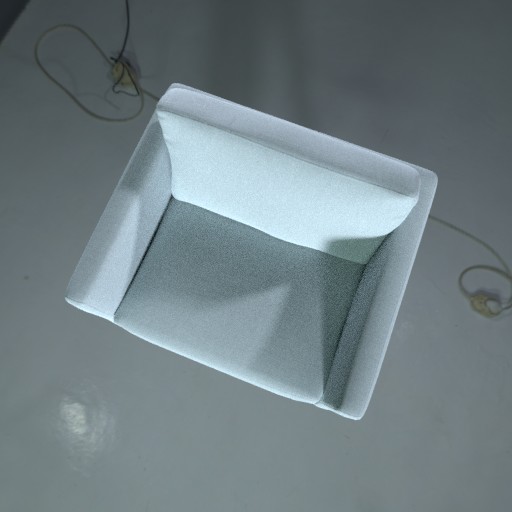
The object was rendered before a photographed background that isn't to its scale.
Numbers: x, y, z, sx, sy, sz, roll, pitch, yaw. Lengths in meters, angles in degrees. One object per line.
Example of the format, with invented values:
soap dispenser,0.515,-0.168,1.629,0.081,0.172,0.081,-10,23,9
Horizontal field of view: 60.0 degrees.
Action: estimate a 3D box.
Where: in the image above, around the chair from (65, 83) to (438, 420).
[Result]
chair,0.000,0.000,1.818,1.107,0.961,0.953,21,76,5
